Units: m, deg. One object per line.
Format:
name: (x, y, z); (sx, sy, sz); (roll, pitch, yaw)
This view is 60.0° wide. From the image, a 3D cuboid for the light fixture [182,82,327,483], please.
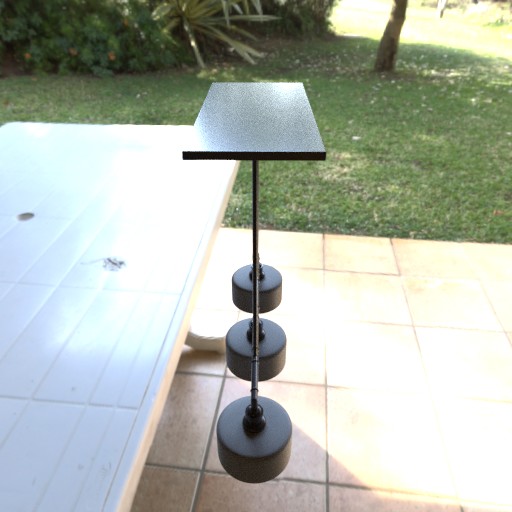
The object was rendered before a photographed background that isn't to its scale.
light fixture: (0.000, 0.000, 0.856); (0.177, 0.557, 0.582); (0, 33, 1)
